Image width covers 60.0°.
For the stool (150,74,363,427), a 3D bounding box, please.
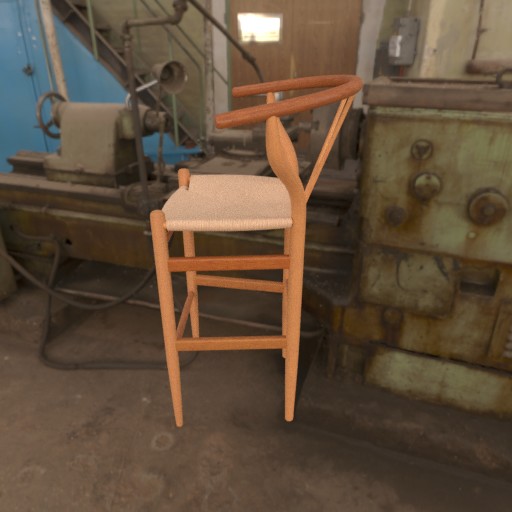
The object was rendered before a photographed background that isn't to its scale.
[{"bbox_3d":[0.000,0.000,1.414,0.561,1.068,0.574,1,27,1],"label":"stool"}]
